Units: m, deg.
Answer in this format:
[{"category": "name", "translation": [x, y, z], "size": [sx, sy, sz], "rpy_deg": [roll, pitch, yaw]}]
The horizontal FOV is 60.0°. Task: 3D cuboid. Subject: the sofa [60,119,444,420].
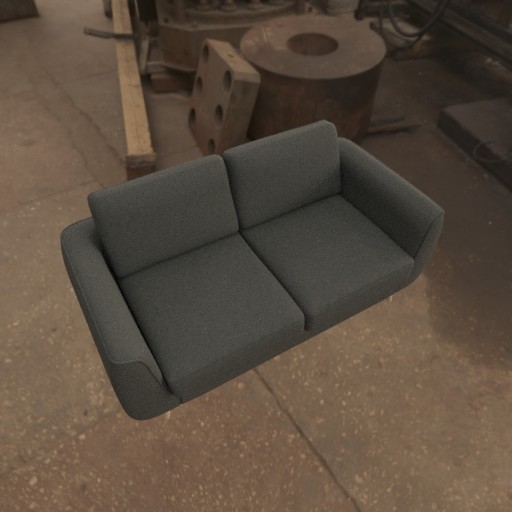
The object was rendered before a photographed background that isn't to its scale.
[{"category": "sofa", "translation": [0.000, 0.000, 2.240], "size": [1.700, 0.850, 0.920], "rpy_deg": [-23, 50, -21]}]
